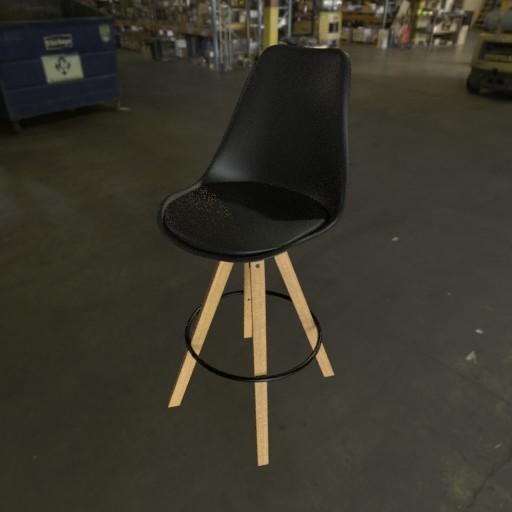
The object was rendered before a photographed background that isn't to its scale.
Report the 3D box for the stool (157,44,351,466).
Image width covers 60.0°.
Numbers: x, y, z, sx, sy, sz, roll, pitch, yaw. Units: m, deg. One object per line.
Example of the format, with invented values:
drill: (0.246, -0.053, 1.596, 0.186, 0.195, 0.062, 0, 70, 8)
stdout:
stool: (0.000, 0.000, 1.345, 0.485, 1.115, 0.550, 20, 37, 30)
